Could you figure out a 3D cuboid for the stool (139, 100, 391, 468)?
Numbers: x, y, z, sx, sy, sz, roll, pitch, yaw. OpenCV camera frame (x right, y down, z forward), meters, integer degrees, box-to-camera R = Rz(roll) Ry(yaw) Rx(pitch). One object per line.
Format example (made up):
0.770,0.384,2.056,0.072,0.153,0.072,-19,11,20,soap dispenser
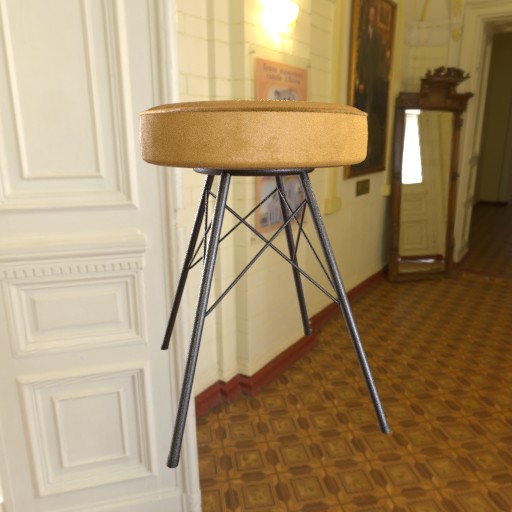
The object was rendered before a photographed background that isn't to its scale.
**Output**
0.000,0.000,0.924,0.438,0.595,0.472,-3,15,-10,stool
